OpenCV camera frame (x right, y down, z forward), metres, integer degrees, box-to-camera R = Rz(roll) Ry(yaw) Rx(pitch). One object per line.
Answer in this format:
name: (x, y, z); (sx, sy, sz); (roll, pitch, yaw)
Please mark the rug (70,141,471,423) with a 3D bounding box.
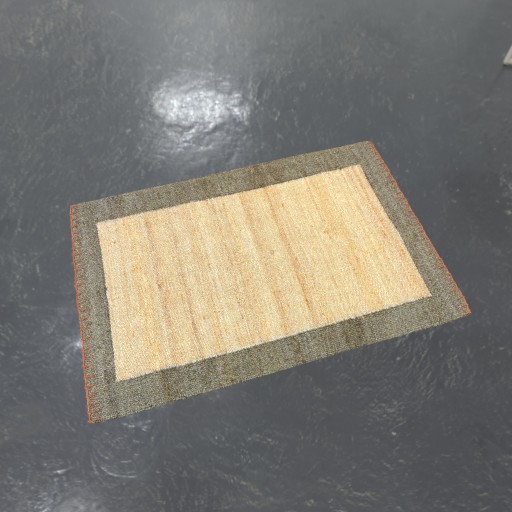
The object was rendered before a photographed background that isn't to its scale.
rug: (0.000, 0.000, 2.300); (1.838, 0.019, 1.220); (-14, 60, -8)
